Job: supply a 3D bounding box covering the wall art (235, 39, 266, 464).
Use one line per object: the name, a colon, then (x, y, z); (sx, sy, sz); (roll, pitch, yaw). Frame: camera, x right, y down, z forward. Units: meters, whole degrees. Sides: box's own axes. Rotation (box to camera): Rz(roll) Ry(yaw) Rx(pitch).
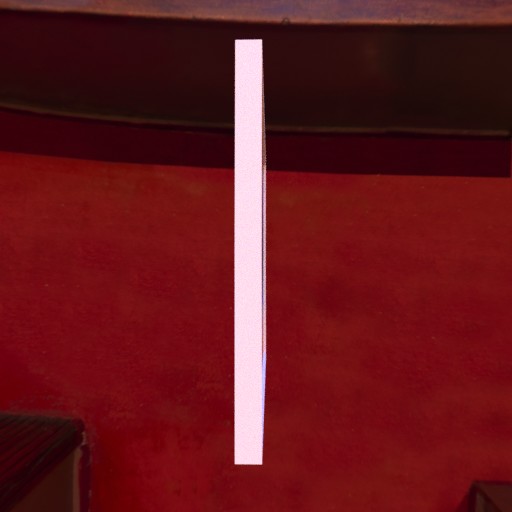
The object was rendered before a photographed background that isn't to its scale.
wall art: (0.000, 0.000, 0.736); (0.030, 0.549, 0.443); (0, 89, 2)
